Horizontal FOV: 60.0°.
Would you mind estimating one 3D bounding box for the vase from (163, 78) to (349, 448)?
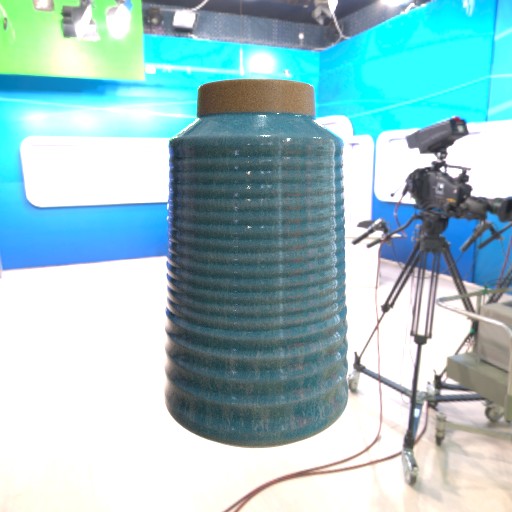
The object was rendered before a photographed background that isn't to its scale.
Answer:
[{"bbox_3d":[0.000,0.000,0.373,0.163,0.267,0.163,0,12,0],"label":"vase"}]
